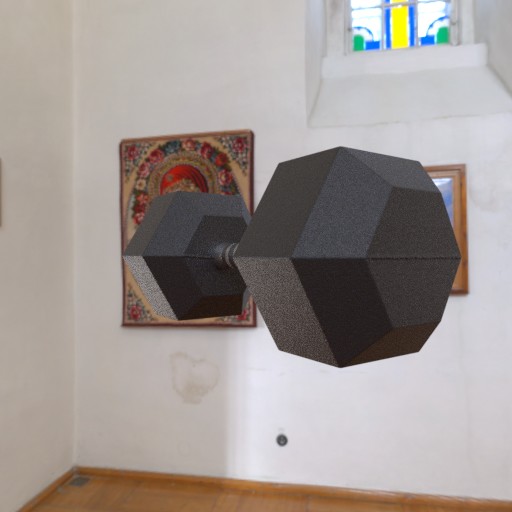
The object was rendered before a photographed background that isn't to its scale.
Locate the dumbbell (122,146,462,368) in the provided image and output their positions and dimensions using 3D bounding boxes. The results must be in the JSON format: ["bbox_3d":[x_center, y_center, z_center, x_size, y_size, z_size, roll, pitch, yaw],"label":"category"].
[{"bbox_3d":[0.000,0.000,0.322,0.122,0.106,0.271,0,0,-35],"label":"dumbbell"}]
